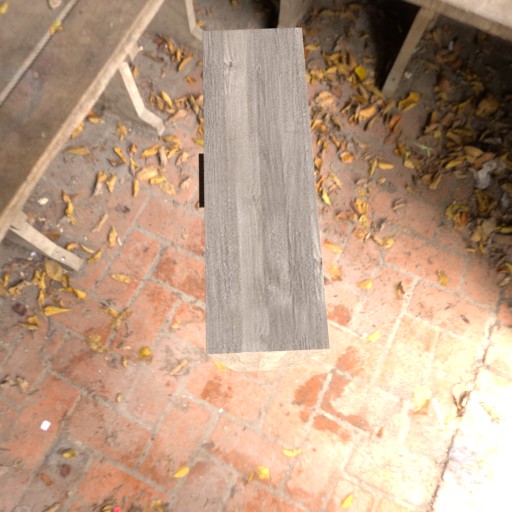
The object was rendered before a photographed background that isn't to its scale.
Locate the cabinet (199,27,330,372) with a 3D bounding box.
[{"bbox_3d":[0.000,0.000,1.562,0.250,1.280,0.750,-2,74,-1],"label":"cabinet"}]
